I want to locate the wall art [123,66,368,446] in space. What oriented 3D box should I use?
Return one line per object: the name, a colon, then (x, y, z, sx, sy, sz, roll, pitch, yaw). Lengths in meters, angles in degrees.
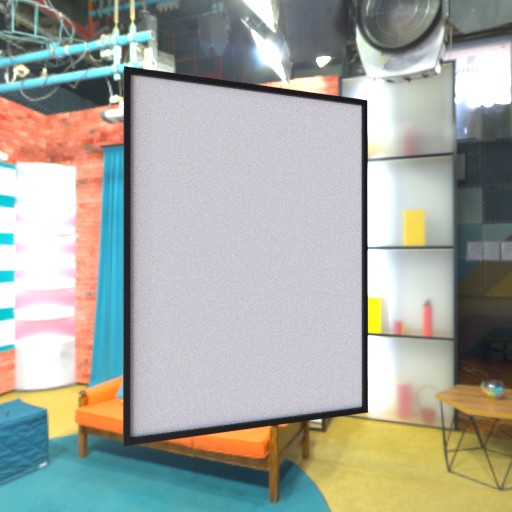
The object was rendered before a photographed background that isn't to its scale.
wall art: (0.000, 0.000, 1.398, 0.802, 1.070, 0.036, 0, 0, -20)
